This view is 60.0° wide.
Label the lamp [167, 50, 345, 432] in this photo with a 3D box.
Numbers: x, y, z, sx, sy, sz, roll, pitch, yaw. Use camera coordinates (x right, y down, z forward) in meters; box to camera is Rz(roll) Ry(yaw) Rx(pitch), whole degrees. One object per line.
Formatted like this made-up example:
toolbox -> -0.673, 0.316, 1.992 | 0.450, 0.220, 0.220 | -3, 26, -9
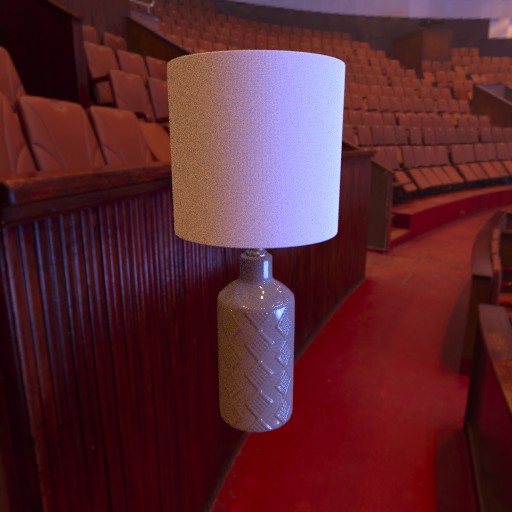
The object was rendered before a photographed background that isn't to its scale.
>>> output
lamp -> 0.000, 0.000, 0.581 | 0.207, 0.461, 0.207 | 2, 15, 9
